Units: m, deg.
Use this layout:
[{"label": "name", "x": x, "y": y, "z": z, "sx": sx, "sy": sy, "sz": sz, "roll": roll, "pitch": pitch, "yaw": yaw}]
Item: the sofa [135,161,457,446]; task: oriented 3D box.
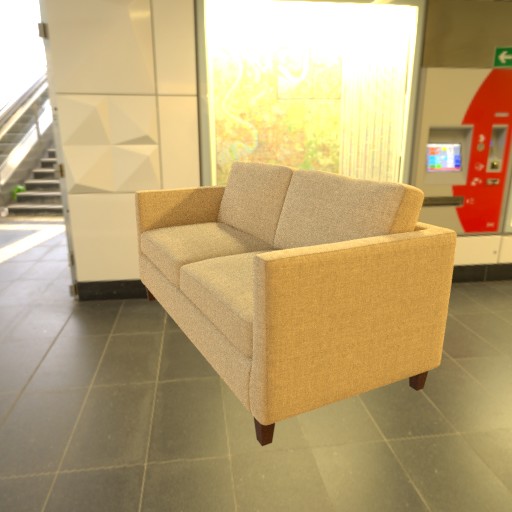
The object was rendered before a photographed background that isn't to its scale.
[{"label": "sofa", "x": 0.000, "y": 0.000, "z": 2.490, "sx": 0.950, "sy": 0.963, "sz": 1.884, "roll": -8, "pitch": 18, "yaw": -26}]
